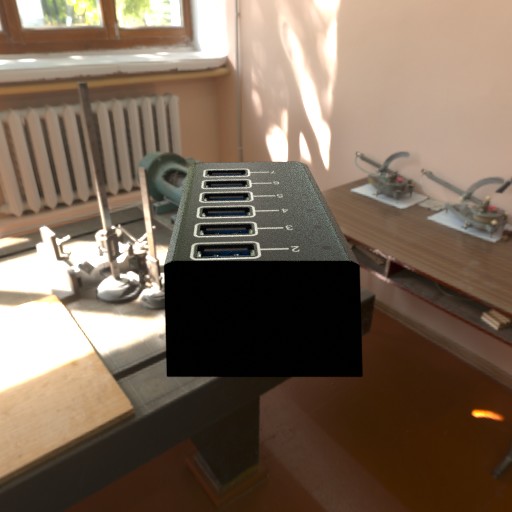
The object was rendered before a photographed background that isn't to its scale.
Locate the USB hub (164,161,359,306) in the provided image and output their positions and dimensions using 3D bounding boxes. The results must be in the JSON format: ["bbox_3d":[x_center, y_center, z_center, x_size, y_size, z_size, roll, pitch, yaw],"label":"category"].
[{"bbox_3d":[0.000,0.000,0.126,0.044,0.023,0.110,-2,29,-3],"label":"USB hub"}]
